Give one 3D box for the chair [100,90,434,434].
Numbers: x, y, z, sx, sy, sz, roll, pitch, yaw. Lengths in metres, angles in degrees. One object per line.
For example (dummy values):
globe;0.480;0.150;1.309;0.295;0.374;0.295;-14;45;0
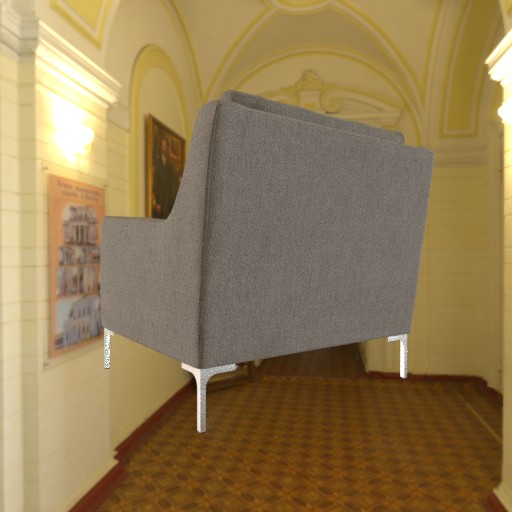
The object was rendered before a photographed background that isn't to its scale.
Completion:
chair;0.000;0.000;1.531;0.847;0.828;0.849;0;0;-36
